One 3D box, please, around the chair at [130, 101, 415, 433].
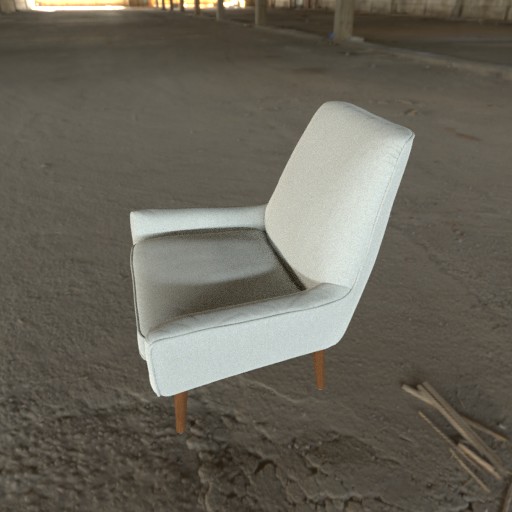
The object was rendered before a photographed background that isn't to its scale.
[{"bbox_3d":[0.000,0.000,1.481,0.822,0.888,0.787,-9,31,-14],"label":"chair"}]
